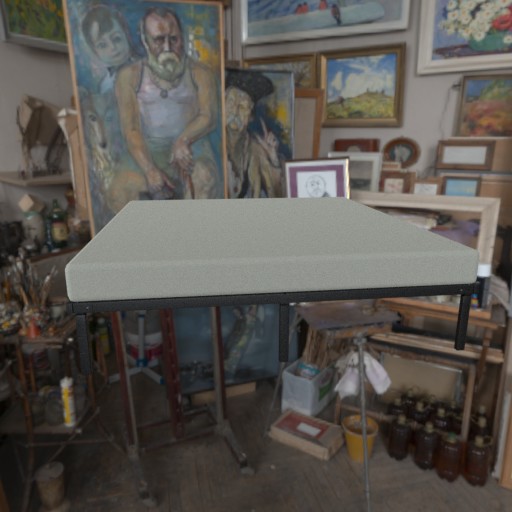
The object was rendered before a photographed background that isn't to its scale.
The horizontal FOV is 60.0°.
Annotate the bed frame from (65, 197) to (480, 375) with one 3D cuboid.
[{"bbox_3d":[0.000,0.000,3.937,2.526,0.680,2.635,-2,15,-7],"label":"bed frame"}]
